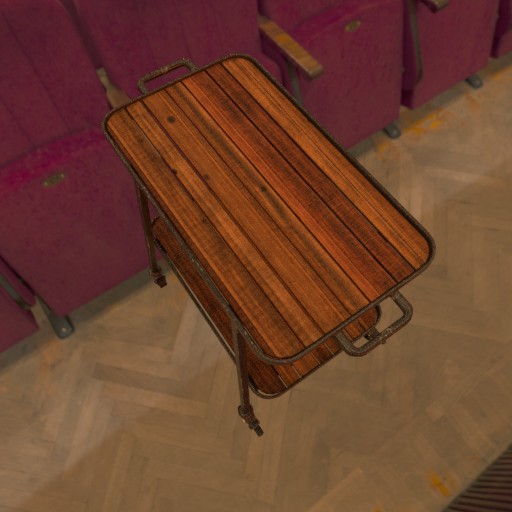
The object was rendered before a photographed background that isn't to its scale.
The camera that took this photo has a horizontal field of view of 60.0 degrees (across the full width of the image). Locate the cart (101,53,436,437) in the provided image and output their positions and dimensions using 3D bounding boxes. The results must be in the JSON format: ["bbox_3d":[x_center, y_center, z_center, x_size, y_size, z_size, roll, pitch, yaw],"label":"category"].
[{"bbox_3d":[0.000,0.000,1.223,0.515,0.700,0.806,-32,67,-15],"label":"cart"}]
